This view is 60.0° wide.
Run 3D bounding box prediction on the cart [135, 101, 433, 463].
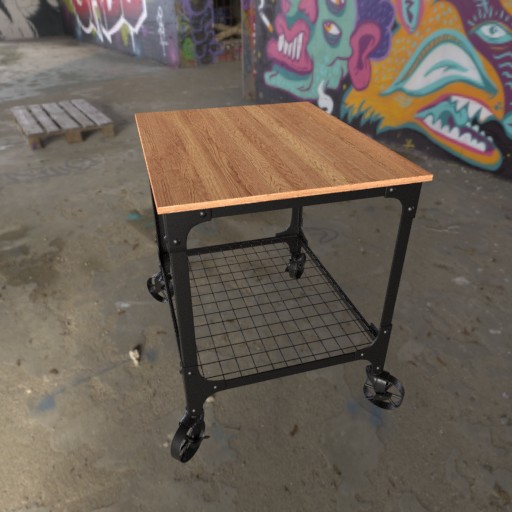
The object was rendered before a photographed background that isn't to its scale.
[{"bbox_3d":[0.000,0.000,1.124,0.558,0.603,0.666,-9,33,-14],"label":"cart"}]
